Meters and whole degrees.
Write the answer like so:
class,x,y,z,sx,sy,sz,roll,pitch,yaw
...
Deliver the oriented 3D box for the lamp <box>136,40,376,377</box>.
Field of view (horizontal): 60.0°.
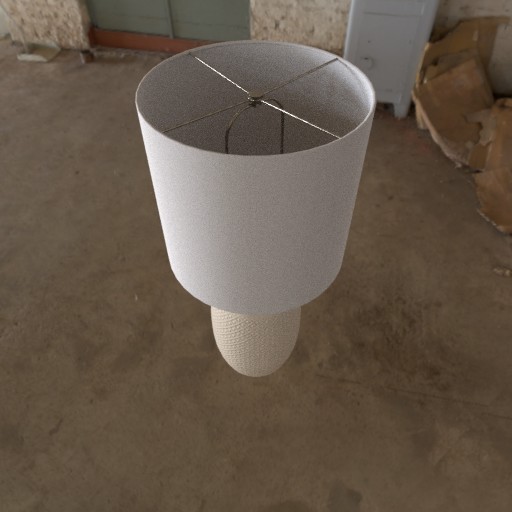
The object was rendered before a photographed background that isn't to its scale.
class,x,y,z,sx,sy,sz,roll,pitch,yaw
lamp,0.000,0.000,0.571,0.217,0.453,0.217,-32,55,-26
